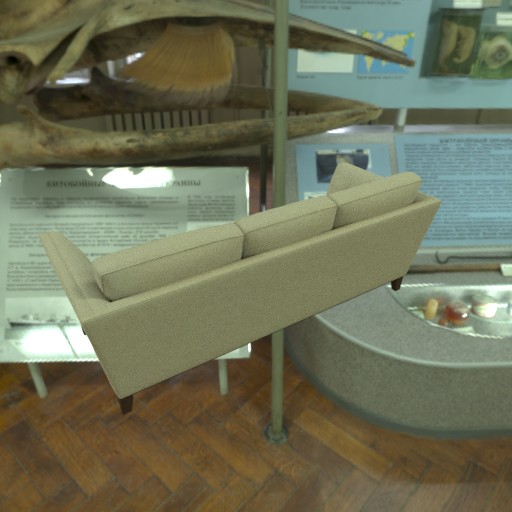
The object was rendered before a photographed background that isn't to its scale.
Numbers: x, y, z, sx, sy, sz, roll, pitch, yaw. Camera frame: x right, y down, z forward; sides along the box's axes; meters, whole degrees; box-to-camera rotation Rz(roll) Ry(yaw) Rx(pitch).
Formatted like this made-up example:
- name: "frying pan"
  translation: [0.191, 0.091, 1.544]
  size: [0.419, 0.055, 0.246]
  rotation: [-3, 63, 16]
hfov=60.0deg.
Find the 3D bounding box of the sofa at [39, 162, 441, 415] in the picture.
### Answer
- name: "sofa"
  translation: [0.000, 0.000, 2.928]
  size: [2.388, 0.940, 0.965]
  rotation: [-18, 35, -28]
